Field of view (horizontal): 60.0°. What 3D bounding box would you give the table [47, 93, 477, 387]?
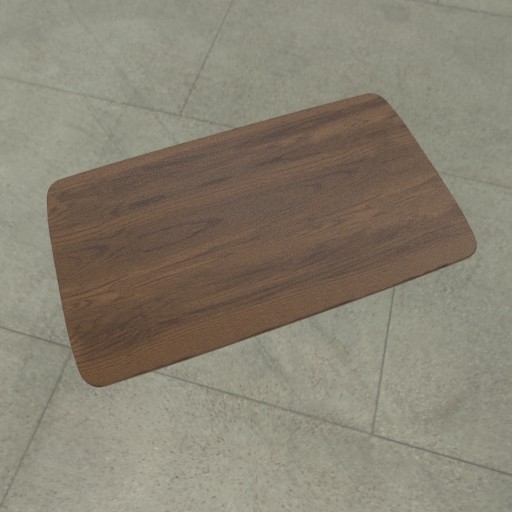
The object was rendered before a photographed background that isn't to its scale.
[{"bbox_3d":[0.000,0.000,2.187,1.643,0.765,0.949,-18,66,-8],"label":"table"}]
